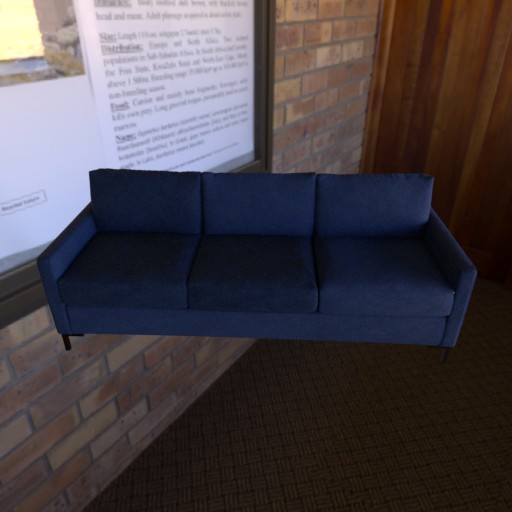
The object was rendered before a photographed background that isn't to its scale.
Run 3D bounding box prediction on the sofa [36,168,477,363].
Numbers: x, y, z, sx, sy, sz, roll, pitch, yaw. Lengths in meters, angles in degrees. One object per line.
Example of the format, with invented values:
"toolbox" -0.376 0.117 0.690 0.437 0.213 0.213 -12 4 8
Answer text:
"sofa" 0.000 0.000 2.657 2.252 0.879 0.875 1 30 2
